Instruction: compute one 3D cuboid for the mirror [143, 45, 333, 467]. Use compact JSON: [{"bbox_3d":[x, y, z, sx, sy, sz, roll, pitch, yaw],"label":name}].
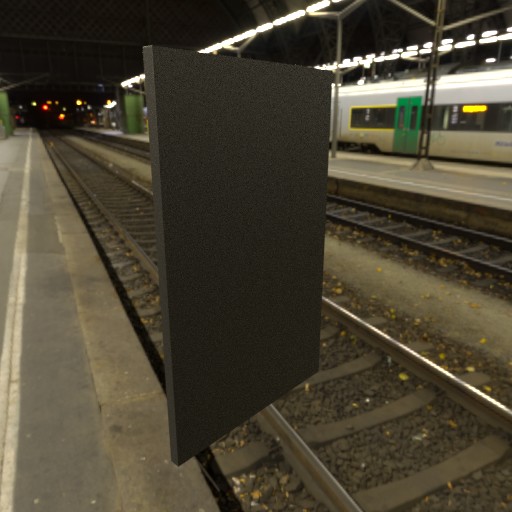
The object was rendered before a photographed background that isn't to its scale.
[{"bbox_3d":[0.000,0.000,1.504,0.038,1.219,0.762,15,23,41],"label":"mirror"}]
